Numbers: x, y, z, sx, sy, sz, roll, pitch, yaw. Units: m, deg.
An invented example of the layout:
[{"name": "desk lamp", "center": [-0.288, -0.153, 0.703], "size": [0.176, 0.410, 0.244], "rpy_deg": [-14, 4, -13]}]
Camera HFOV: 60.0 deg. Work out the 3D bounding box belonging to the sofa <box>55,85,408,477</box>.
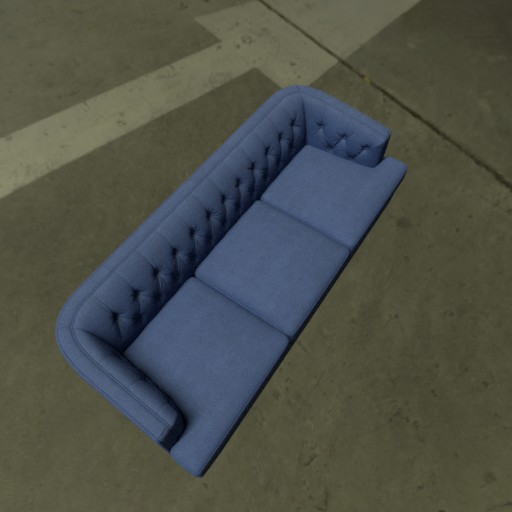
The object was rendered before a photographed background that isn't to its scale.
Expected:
[{"name": "sofa", "center": [0.000, 0.000, 2.604], "size": [0.914, 0.787, 2.235], "rpy_deg": [31, 63, 17]}]
